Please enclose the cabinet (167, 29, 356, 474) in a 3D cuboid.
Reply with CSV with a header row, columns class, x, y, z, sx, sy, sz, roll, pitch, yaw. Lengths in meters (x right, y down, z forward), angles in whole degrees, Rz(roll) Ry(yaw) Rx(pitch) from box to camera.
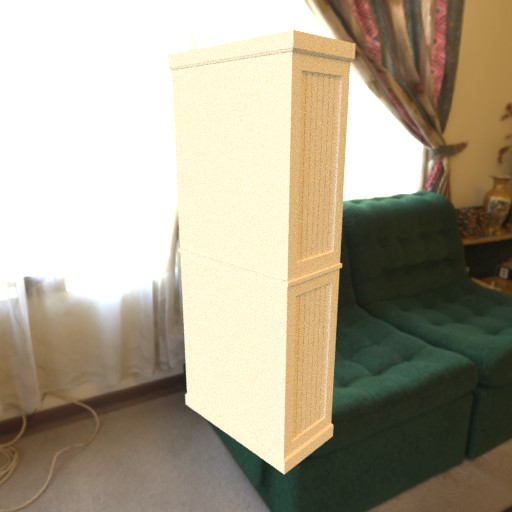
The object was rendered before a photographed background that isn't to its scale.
class,x,y,z,sx,sy,sz,roll,pitch,yaw
cabinet,0.000,0.000,2.141,0.390,1.829,0.754,-15,22,-43
